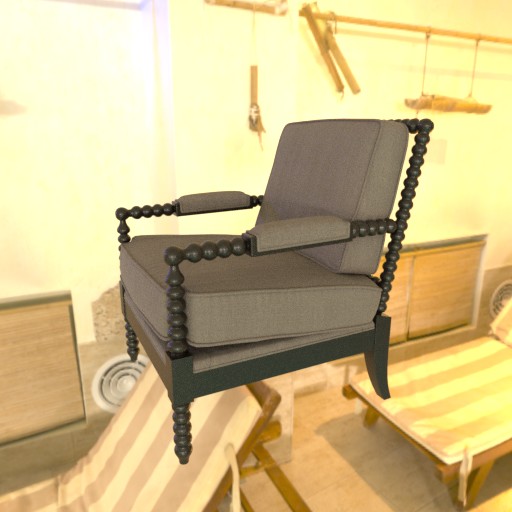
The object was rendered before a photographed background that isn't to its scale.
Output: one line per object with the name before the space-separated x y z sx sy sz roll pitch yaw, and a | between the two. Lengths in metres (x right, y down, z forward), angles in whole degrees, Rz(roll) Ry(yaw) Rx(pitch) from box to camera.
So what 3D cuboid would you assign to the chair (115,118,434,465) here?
chair | 0.000 0.000 1.108 0.622 0.661 0.540 -8 17 -26
